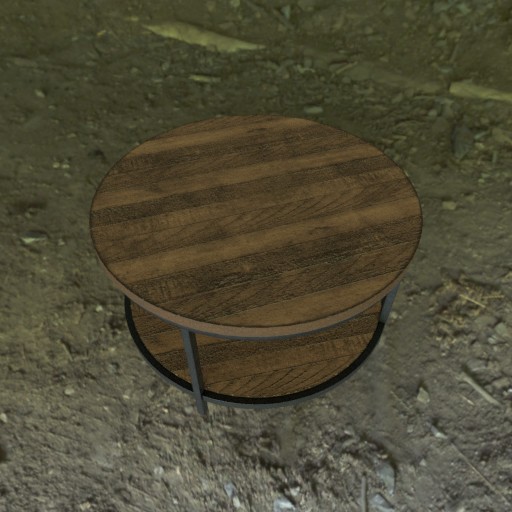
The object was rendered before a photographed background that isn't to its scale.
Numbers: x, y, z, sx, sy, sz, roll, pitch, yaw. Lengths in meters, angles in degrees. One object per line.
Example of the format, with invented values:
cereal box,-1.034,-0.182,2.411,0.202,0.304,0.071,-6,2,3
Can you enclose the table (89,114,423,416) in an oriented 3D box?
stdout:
table,0.000,0.000,1.314,0.837,0.462,0.837,0,46,0
